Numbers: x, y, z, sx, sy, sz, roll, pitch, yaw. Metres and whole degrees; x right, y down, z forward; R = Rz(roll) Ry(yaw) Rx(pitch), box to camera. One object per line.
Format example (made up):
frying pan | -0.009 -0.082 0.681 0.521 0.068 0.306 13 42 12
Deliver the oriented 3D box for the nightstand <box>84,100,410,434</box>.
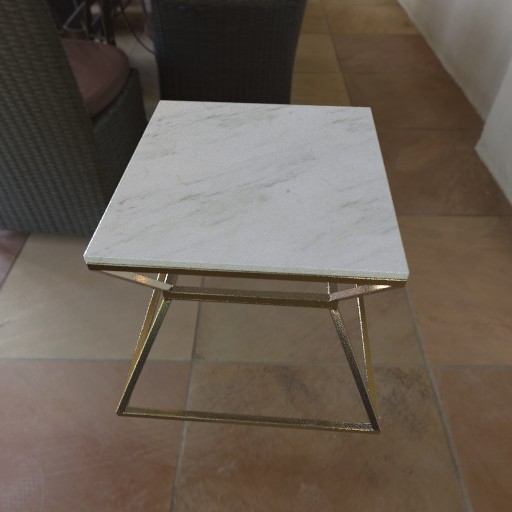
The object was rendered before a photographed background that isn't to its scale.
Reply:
nightstand | 0.000 0.000 0.898 0.514 0.426 0.513 3 45 3
